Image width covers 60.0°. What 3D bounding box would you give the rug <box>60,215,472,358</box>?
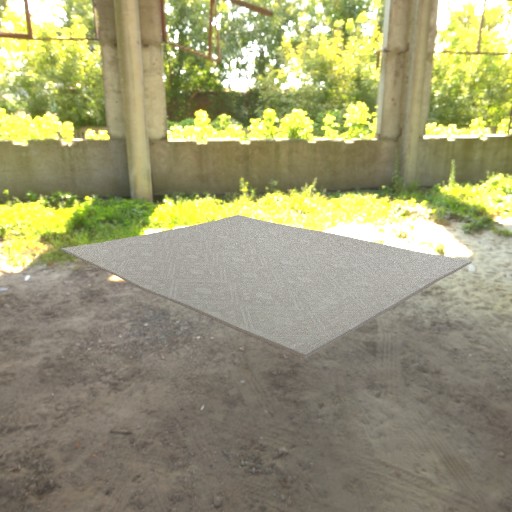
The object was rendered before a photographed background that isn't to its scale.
[{"bbox_3d":[0.000,0.000,4.108,3.011,0.054,2.399,15,22,42],"label":"rug"}]
